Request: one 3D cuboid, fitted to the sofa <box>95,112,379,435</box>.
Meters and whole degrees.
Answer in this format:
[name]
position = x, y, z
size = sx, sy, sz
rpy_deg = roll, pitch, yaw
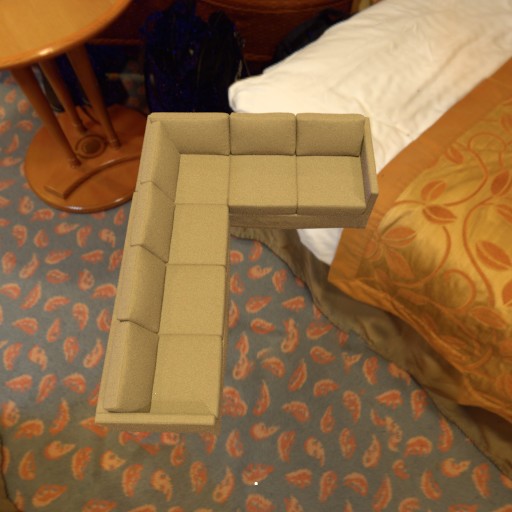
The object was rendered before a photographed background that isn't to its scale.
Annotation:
[sofa]
position = 0.000, 0.000, 4.314
size = 2.432, 0.871, 3.182
rpy_deg = 1, 63, 0
